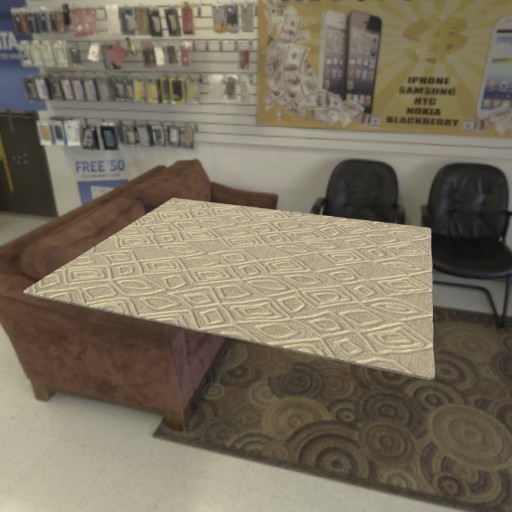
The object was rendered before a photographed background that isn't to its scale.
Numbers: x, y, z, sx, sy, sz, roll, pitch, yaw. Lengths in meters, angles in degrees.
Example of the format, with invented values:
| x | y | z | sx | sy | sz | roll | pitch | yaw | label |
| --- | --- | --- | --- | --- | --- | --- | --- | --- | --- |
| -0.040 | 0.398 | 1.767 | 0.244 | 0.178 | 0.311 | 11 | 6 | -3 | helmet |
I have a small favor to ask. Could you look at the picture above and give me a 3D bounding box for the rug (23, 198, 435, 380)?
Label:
| x | y | z | sx | sy | sz | roll | pitch | yaw | label |
| --- | --- | --- | --- | --- | --- | --- | --- | --- | --- |
| 0.000 | 0.000 | 4.060 | 3.049 | 0.025 | 2.449 | 9 | 27 | 17 | rug |
